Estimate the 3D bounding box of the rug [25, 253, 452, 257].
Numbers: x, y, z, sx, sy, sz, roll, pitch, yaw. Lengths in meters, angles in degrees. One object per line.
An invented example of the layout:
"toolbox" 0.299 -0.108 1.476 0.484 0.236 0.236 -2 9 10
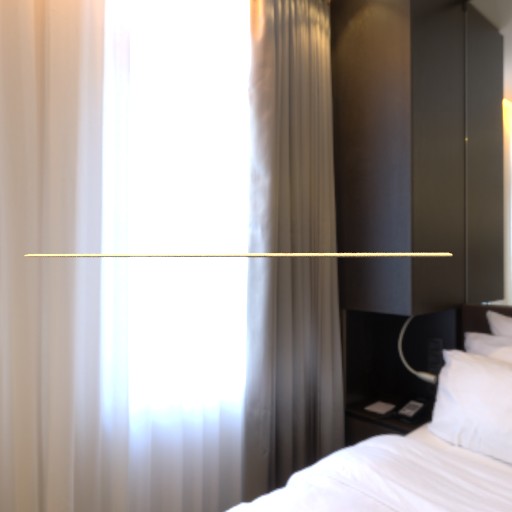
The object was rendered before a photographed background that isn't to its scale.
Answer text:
"rug" 0.000 0.000 2.890 2.202 0.014 1.598 0 0 18
